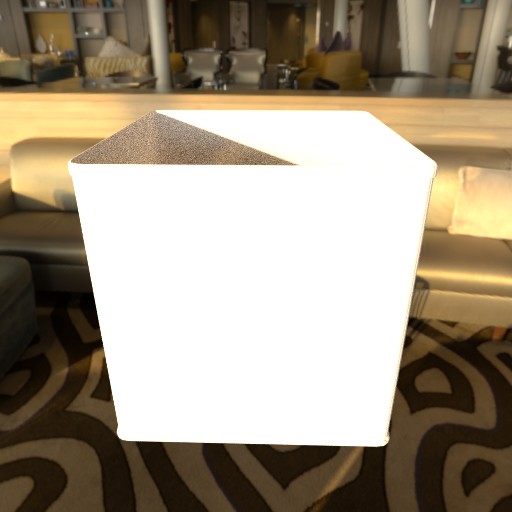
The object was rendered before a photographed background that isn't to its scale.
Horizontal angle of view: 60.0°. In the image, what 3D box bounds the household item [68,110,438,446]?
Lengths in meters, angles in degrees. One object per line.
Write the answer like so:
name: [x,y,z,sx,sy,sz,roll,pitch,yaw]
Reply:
household item: [0.000,0.000,0.550,0.305,0.305,0.305,1,26,1]
